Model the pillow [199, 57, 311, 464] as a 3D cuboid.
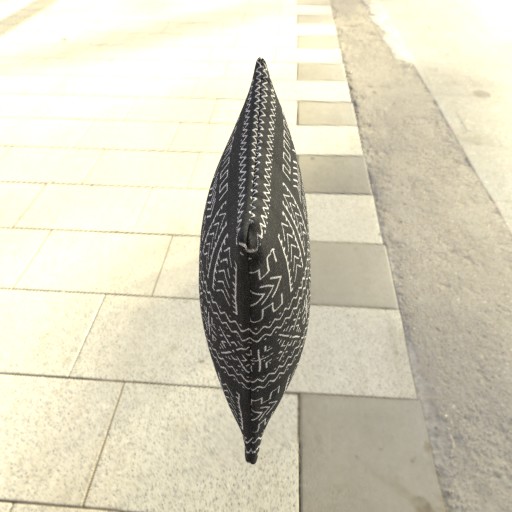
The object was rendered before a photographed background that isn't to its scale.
[{"bbox_3d":[0.000,0.000,0.658,0.164,0.430,0.438,1,42,2],"label":"pillow"}]
